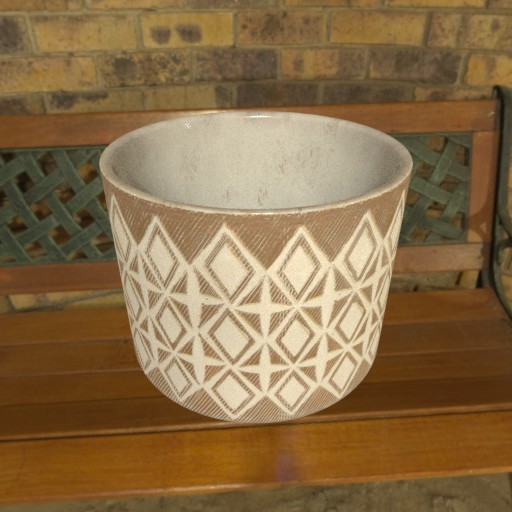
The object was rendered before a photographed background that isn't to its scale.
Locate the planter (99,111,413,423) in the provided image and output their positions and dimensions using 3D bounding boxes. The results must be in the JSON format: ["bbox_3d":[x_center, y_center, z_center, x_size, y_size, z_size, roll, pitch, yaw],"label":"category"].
[{"bbox_3d":[0.000,0.000,0.328,0.193,0.165,0.193,0,31,0],"label":"planter"}]
